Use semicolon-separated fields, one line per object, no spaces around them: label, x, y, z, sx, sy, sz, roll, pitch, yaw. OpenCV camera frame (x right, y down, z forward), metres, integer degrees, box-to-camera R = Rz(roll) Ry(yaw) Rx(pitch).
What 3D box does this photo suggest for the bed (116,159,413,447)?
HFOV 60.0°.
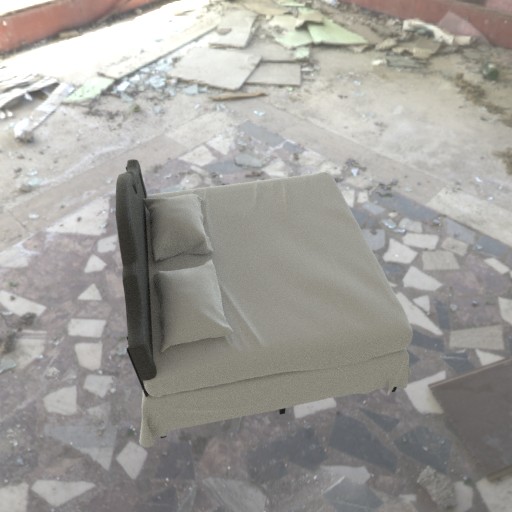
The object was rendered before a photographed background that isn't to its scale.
bed;0.000;0.000;3.719;2.222;1.631;2.303;-8;48;-8
